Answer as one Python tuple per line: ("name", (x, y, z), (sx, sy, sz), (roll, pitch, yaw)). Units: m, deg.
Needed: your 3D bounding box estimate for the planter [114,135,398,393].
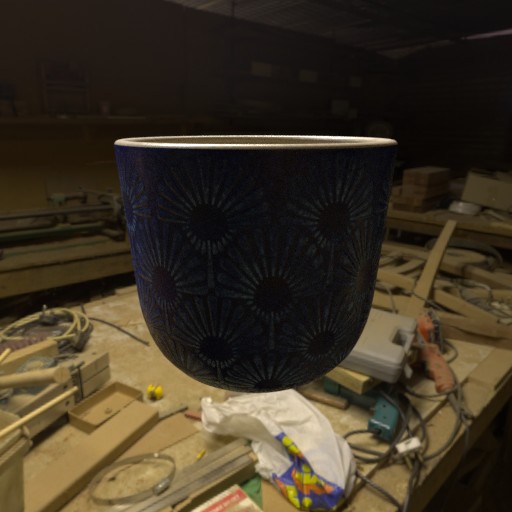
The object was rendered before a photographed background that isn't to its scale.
("planter", (0.000, 0.000, 0.298), (0.170, 0.153, 0.170), (0, 17, 0))
